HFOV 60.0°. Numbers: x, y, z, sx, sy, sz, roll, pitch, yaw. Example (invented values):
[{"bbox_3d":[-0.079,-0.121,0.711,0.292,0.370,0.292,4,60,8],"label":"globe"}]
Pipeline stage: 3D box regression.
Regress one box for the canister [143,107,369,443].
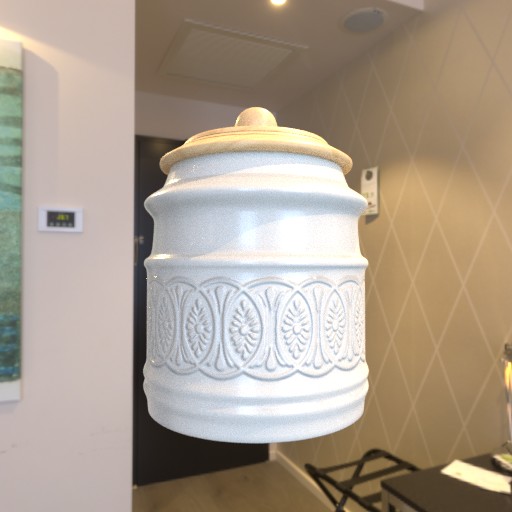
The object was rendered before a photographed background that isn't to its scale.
[{"bbox_3d":[0.000,0.000,0.264,0.130,0.176,0.130,0,-1,0],"label":"canister"}]
